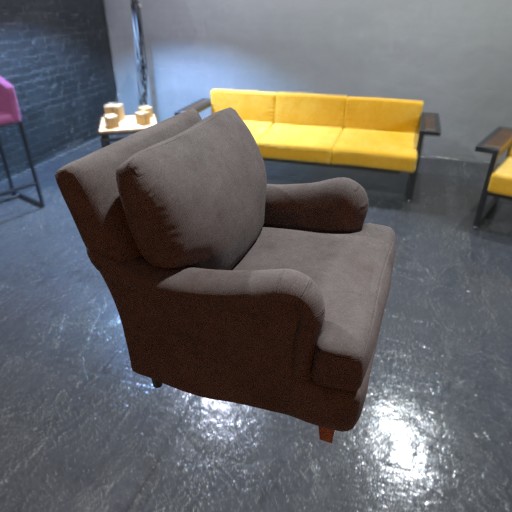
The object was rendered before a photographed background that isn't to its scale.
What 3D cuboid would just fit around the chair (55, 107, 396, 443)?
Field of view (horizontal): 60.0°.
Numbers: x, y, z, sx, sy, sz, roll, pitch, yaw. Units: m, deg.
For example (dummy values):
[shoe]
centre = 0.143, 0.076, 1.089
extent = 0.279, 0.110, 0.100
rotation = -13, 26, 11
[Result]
[chair]
centre = 0.000, 0.000, 1.818
extent = 1.070, 0.997, 0.955
rotation = 11, 33, 18
